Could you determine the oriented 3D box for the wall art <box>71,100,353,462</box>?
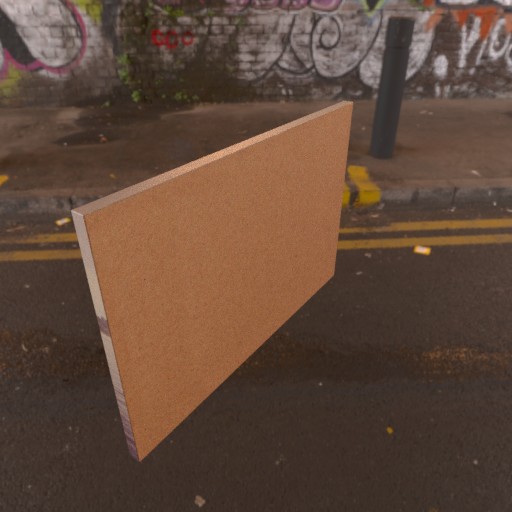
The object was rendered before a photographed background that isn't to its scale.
[{"bbox_3d":[0.000,0.000,0.769,0.021,0.410,0.615,21,37,30],"label":"wall art"}]
